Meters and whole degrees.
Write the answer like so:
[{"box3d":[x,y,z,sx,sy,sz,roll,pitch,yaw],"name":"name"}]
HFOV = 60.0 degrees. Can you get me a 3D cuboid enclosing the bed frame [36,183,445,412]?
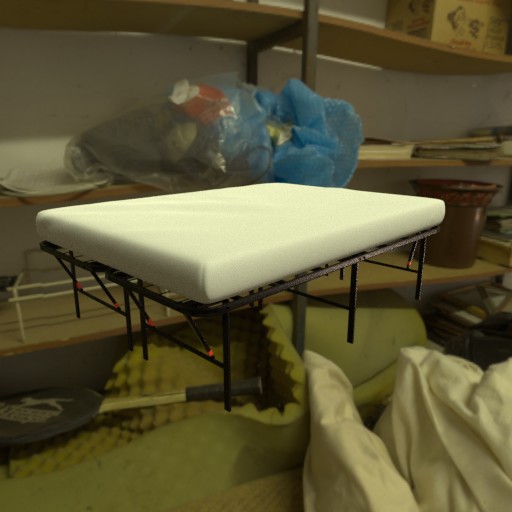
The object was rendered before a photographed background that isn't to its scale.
[{"box3d":[0.000,0.000,2.531,1.372,0.637,1.905,15,21,42],"name":"bed frame"}]
